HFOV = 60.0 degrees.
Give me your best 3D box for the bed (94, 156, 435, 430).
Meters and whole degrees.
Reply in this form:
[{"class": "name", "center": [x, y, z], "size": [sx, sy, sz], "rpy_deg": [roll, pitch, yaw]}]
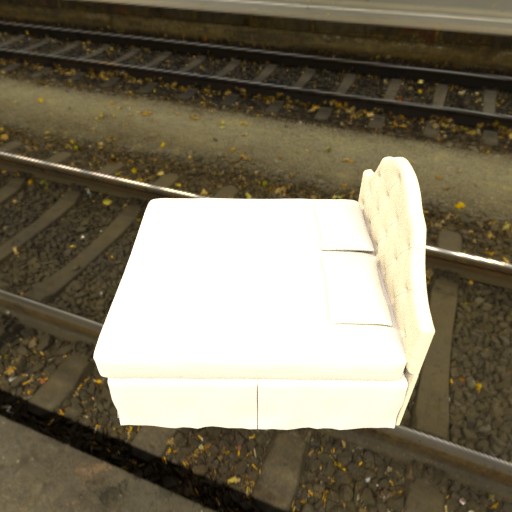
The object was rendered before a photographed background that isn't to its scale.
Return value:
[{"class": "bed", "center": [0.000, 0.000, 3.447], "size": [2.086, 1.555, 2.012], "rpy_deg": [0, 39, 1]}]
